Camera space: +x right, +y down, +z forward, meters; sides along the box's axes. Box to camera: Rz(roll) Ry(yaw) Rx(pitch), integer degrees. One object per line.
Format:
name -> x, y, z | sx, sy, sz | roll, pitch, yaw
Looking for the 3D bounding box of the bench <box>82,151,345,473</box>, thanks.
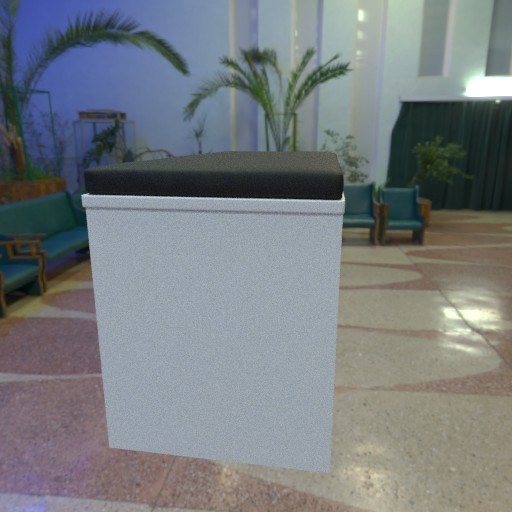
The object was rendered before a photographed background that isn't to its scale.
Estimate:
bench -> 0.000, 0.000, 1.131 | 0.401, 0.500, 0.899 | 2, 15, 9
